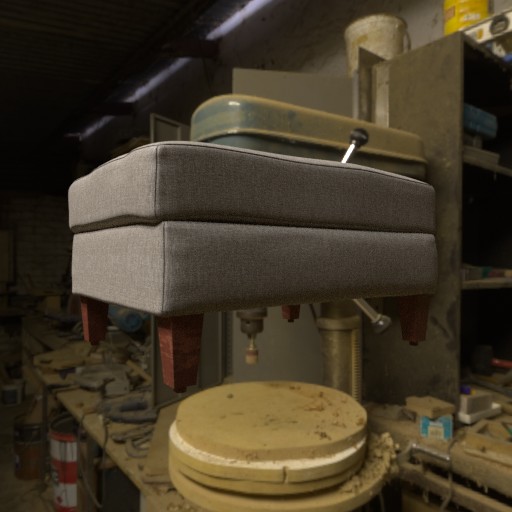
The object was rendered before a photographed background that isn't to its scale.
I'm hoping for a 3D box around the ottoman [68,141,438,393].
[{"bbox_3d":[0.000,0.000,1.237,0.873,0.494,0.639,0,0,-36],"label":"ottoman"}]
